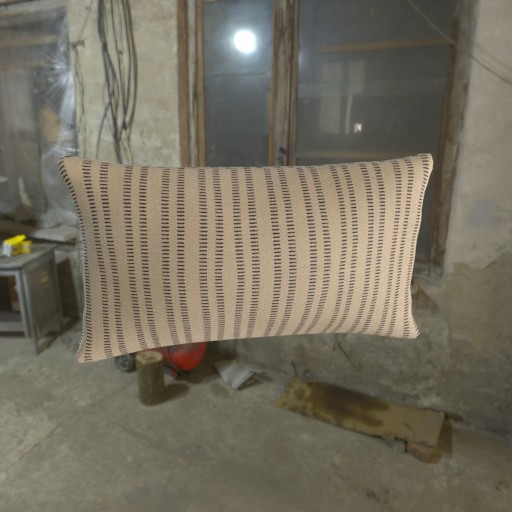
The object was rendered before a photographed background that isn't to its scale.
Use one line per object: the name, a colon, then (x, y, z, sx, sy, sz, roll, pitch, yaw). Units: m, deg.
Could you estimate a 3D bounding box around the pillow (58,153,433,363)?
pillow: (0.000, 0.000, 0.787, 0.640, 0.353, 0.210, -3, 15, -9)
